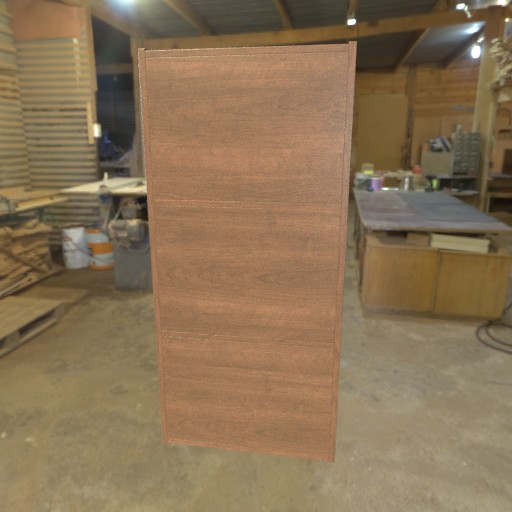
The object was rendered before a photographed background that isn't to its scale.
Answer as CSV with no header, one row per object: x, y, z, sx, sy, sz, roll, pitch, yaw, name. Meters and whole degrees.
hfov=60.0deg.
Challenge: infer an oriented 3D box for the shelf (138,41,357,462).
0.000,0.000,1.067,0.414,0.879,0.290,2,15,9,shelf
